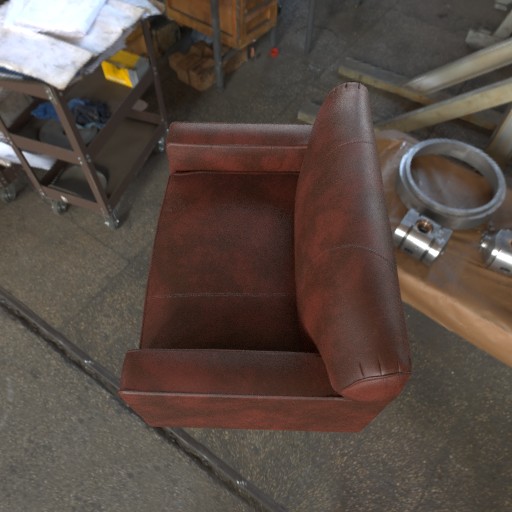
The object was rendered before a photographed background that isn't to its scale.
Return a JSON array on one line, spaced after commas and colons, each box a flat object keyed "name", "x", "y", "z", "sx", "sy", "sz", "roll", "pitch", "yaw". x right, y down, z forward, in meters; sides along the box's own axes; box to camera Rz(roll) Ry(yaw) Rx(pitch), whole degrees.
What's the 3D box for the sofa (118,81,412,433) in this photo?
[{"name": "sofa", "x": 0.000, "y": 0.000, "z": 2.020, "sx": 1.000, "sy": 0.956, "sz": 1.413, "roll": 1, "pitch": 58, "yaw": 1}]
